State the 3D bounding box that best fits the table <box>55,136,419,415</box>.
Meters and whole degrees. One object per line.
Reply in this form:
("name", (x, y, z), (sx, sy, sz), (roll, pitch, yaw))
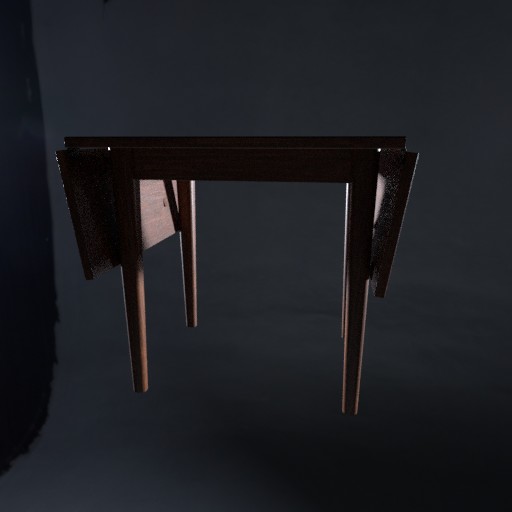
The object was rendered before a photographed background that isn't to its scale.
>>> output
("table", (0.000, 0.000, 1.472), (0.843, 0.763, 0.812), (3, 15, 10))
